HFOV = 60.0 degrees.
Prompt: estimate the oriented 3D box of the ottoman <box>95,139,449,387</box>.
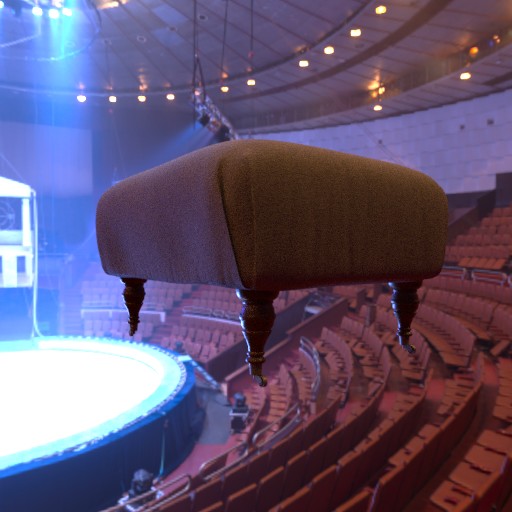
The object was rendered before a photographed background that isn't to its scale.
[{"bbox_3d":[0.000,0.000,1.122,0.622,0.450,0.747,0,0,-37],"label":"ottoman"}]
